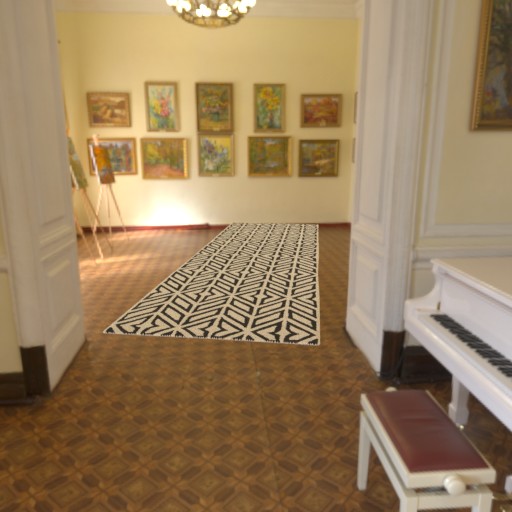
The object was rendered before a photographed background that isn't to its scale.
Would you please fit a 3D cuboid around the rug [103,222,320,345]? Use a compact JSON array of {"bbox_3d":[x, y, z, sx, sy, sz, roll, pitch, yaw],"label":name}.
[{"bbox_3d":[0.000,0.000,2.666,0.750,0.009,2.435,2,13,7],"label":"rug"}]
